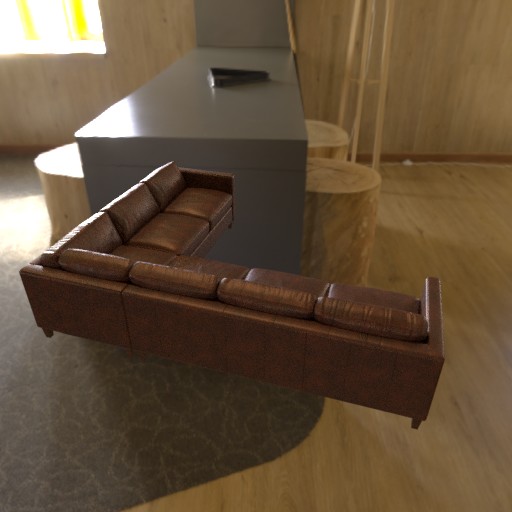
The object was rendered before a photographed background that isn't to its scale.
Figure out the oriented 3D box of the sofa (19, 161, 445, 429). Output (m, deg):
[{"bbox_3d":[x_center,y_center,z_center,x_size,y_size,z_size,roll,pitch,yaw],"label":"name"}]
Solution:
[{"bbox_3d":[0.000,0.000,4.178,3.152,0.836,2.438,10,33,15],"label":"sofa"}]
